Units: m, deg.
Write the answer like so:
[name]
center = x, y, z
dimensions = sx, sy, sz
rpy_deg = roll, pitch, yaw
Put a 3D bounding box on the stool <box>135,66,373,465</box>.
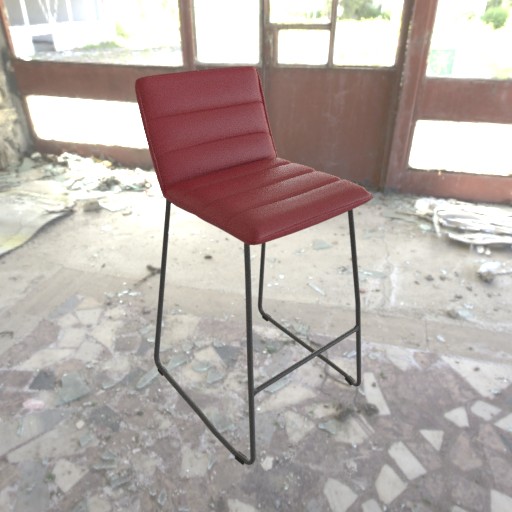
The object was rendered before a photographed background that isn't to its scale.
[stool]
center = 0.000, 0.000, 1.258
dimensions = 0.489, 0.937, 0.524
rpy_deg = -22, 37, -33
